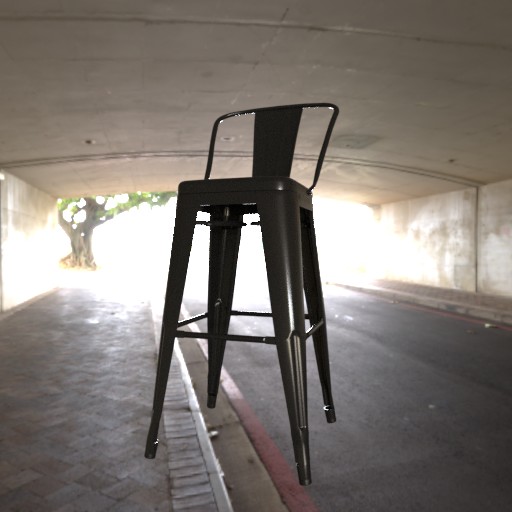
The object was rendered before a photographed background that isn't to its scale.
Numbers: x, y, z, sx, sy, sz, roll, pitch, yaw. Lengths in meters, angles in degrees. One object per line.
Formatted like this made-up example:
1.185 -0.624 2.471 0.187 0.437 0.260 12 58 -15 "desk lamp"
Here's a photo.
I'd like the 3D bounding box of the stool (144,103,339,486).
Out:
0.000 0.000 1.289 0.432 1.022 0.528 0 1 18 "stool"
